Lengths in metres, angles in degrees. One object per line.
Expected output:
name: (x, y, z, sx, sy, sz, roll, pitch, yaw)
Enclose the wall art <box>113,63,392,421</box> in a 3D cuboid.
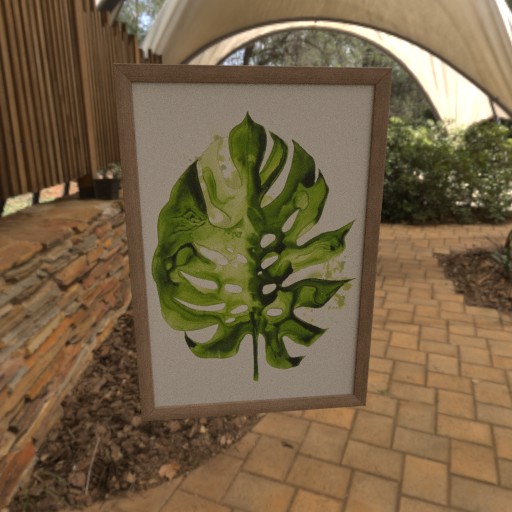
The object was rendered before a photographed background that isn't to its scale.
wall art: (0.000, 0.000, 0.644, 0.356, 0.509, 0.031, -2, 16, -6)
